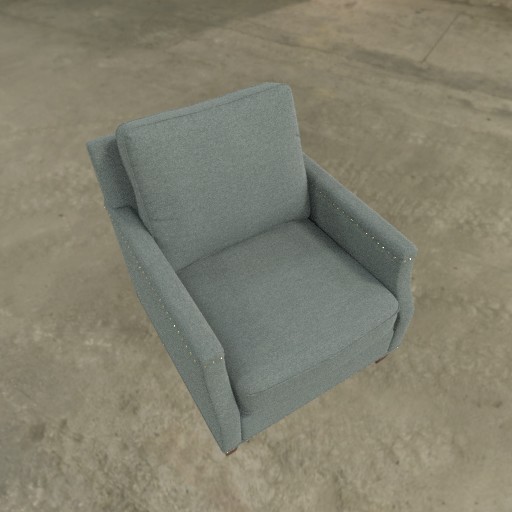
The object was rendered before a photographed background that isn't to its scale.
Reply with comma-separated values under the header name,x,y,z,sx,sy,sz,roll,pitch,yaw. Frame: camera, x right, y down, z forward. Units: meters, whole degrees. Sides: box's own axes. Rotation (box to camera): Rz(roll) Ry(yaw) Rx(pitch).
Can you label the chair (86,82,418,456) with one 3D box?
name,x,y,z,sx,sy,sz,roll,pitch,yaw
chair,0.000,0.000,1.775,0.885,1.031,1.031,-24,51,-21
